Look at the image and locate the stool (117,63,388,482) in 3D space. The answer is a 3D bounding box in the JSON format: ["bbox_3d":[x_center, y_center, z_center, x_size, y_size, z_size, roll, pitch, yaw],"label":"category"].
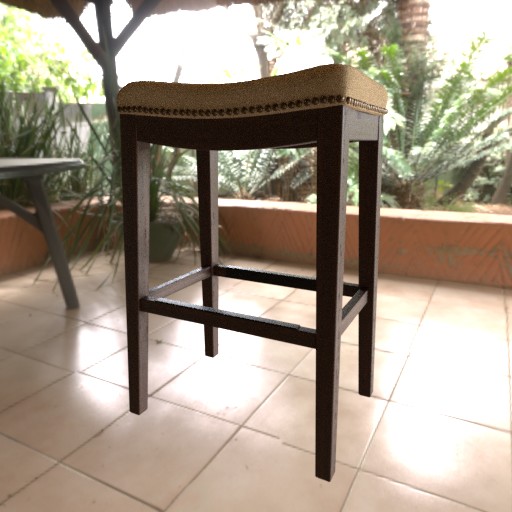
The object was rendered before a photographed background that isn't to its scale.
[{"bbox_3d":[0.000,0.000,1.030,0.509,0.768,0.363,7,16,26],"label":"stool"}]
